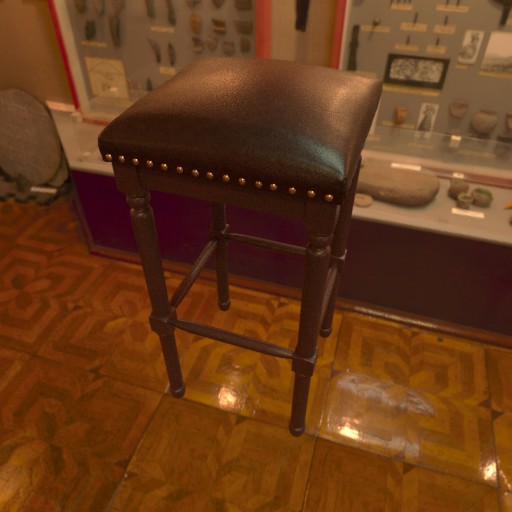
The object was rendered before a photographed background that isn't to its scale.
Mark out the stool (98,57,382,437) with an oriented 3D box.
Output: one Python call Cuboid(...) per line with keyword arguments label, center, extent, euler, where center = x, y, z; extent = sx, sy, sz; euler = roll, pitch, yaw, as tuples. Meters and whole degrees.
Cuboid(label="stool", center=(0.000, 0.000, 0.968), extent=(0.383, 0.768, 0.382), euler=(13, 43, 14))
